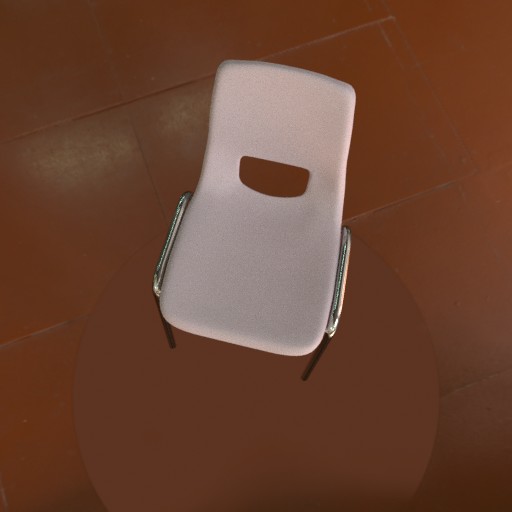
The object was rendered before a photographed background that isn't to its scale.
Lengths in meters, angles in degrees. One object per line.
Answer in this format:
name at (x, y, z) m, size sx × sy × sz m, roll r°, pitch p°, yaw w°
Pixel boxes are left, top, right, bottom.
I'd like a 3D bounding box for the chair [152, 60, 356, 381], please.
chair at (0.000, 0.000, 0.924) m, size 0.381 × 0.653 × 0.436 m, roll 13°, pitch 75°, yaw 3°
